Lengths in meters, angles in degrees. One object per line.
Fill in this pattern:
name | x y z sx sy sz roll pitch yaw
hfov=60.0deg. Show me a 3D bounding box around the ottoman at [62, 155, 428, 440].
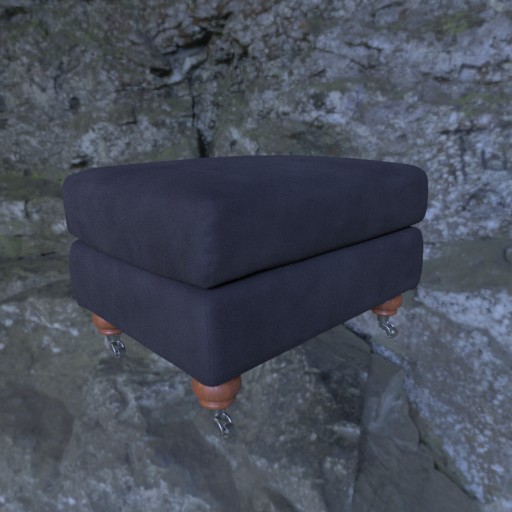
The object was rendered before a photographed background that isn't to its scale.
ottoman | 0.000 0.000 1.148 0.773 0.497 0.574 -15 22 -42
